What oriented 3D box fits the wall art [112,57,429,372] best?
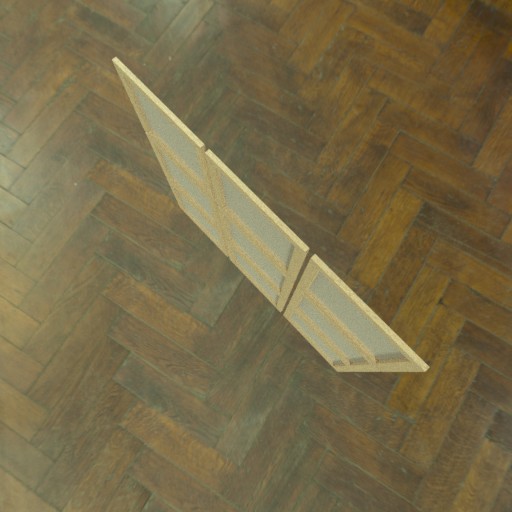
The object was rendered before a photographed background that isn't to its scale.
[{"bbox_3d":[0.000,0.000,1.773,0.016,1.207,1.217,-42,79,-10],"label":"wall art"}]
